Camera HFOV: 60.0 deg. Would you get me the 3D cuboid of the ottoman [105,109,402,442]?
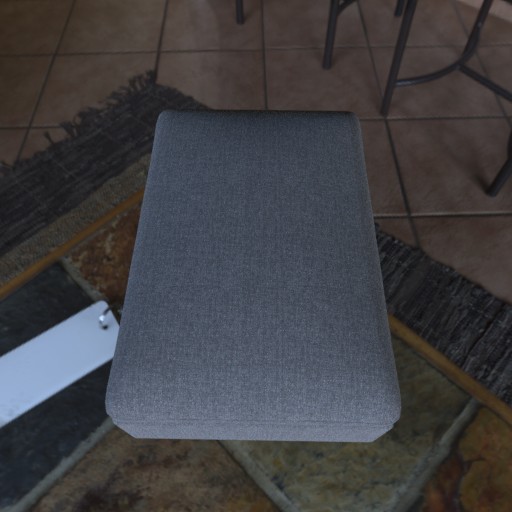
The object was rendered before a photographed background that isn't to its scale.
[{"bbox_3d":[0.000,0.000,1.396,0.711,0.483,1.041,1,59,0],"label":"ottoman"}]
